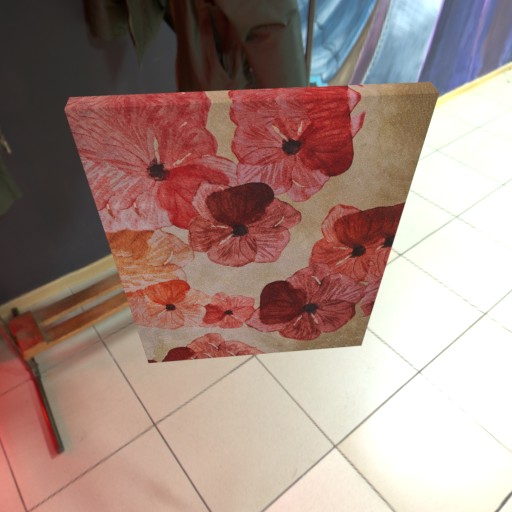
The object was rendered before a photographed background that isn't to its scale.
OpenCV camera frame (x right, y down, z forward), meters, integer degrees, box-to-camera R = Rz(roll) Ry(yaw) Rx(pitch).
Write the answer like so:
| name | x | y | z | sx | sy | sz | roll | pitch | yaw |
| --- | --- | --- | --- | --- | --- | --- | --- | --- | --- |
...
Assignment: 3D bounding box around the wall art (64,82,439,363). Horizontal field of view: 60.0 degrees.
| name | x | y | z | sx | sy | sz | roll | pitch | yaw |
| --- | --- | --- | --- | --- | --- | --- | --- | --- | --- |
| wall art | 0.000 | 0.000 | 0.669 | 0.406 | 0.508 | 0.028 | -4 | 46 | -4 |
